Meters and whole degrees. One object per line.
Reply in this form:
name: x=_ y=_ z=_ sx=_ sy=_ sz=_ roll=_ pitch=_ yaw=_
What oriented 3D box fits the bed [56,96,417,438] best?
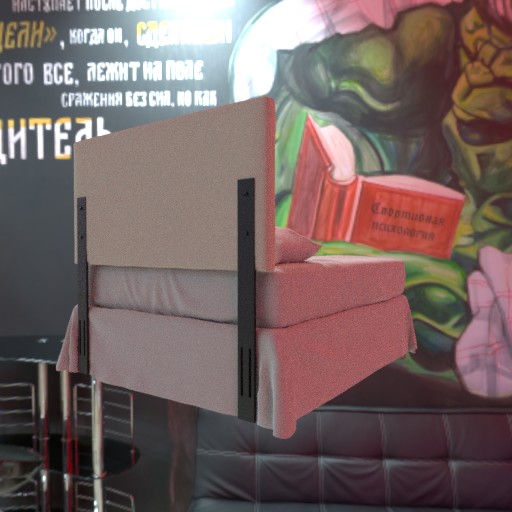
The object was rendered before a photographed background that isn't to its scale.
bed: x=0.000 y=0.000 z=3.397 sx=1.936 sy=1.577 sz=2.222 roll=1 pitch=2 yaw=36
